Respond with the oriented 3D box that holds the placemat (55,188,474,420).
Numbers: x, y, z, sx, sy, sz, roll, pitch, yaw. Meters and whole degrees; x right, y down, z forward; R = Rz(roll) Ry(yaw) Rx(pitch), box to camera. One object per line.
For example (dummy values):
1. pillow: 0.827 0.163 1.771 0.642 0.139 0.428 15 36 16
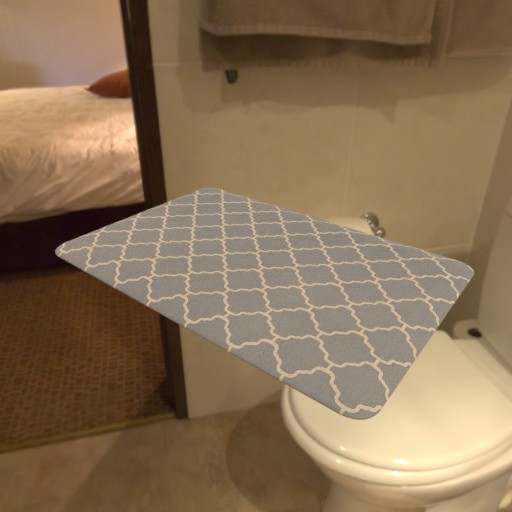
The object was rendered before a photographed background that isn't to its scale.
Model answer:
1. placemat: 0.000 0.000 0.937 0.762 0.021 0.508 21 36 33
